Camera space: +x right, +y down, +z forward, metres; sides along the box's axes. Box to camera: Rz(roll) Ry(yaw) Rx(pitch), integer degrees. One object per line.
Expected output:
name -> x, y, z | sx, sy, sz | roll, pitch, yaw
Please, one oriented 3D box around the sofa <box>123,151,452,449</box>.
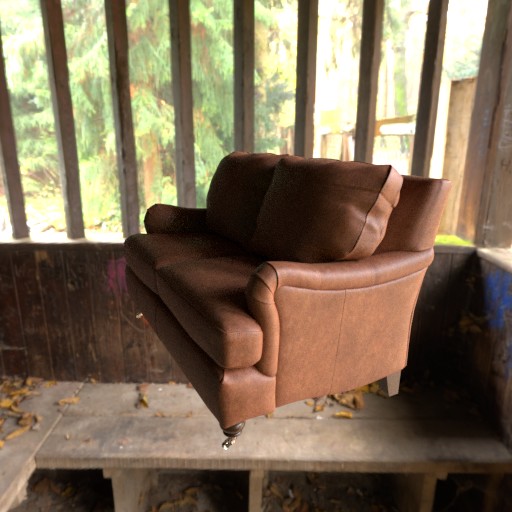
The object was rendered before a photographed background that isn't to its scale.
sofa -> 0.000, 0.000, 2.262 | 1.077, 1.004, 1.527 | -8, 18, -27
